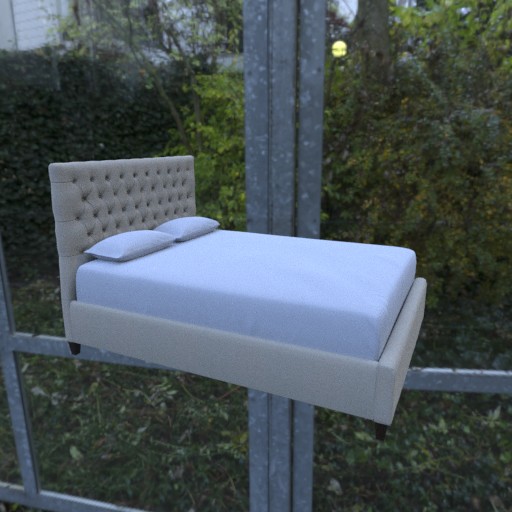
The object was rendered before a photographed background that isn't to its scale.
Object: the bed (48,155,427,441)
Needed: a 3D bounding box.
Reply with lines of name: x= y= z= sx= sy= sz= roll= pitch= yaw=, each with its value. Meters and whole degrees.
bed: x=0.000 y=0.000 z=3.414 sx=2.387 sy=1.427 sz=1.698 roll=7 pitch=16 yaw=25
